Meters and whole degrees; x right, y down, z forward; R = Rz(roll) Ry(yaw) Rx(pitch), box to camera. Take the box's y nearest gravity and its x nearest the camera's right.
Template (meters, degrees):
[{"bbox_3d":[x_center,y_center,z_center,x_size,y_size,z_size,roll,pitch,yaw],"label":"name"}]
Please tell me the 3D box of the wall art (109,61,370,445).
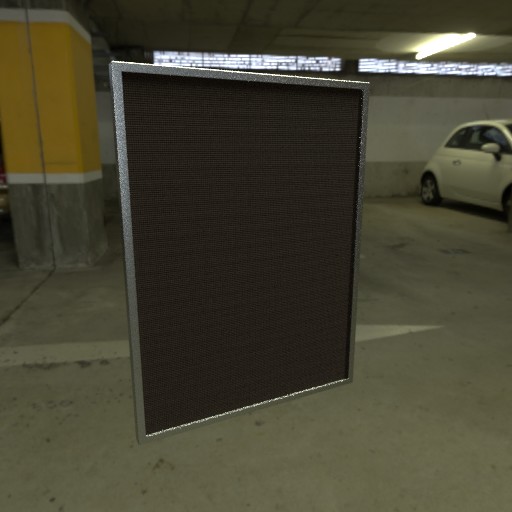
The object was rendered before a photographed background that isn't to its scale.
[{"bbox_3d":[0.000,0.000,1.383,0.801,1.062,0.037,-7,15,-26],"label":"wall art"}]
